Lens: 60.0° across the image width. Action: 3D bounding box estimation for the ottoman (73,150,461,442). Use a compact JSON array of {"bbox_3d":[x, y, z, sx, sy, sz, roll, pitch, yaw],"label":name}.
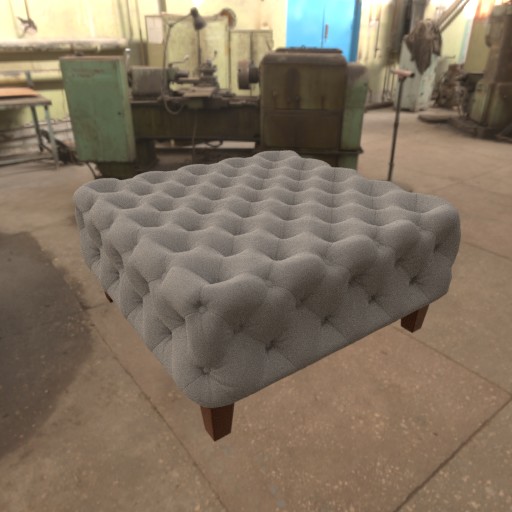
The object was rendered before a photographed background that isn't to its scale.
[{"bbox_3d":[0.000,0.000,1.446,0.917,0.439,0.911,-18,32,-31],"label":"ottoman"}]
